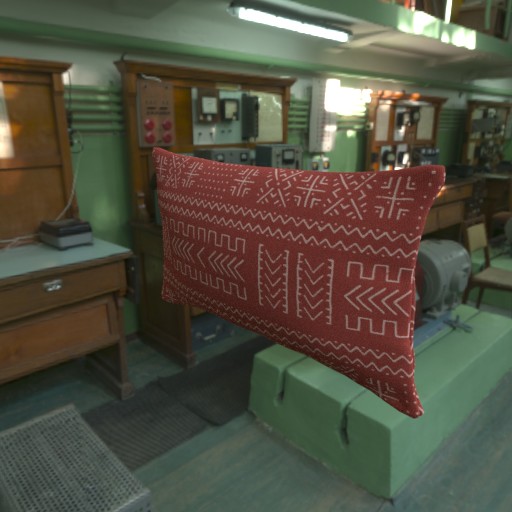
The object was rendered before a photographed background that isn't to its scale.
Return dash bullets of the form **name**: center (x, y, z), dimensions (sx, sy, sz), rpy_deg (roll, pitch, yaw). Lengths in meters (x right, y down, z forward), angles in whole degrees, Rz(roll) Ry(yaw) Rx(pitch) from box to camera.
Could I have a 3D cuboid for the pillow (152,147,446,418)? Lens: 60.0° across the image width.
- **pillow**: center (0.000, 0.000, 0.782), dimensions (0.640, 0.352, 0.130), rpy_deg (16, 23, 43)
